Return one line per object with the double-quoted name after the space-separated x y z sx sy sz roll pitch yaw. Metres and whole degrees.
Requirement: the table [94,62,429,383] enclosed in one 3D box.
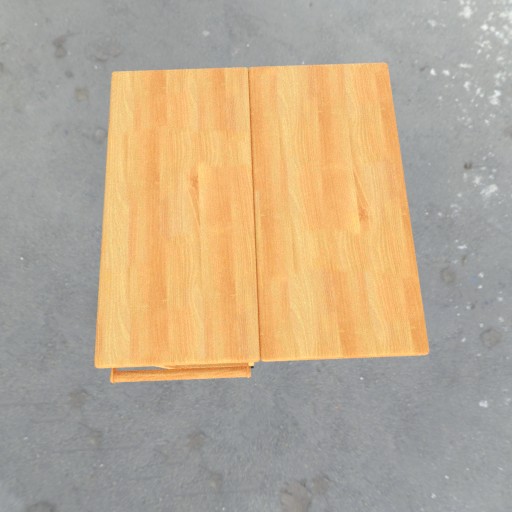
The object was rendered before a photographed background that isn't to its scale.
0.000 0.000 1.403 0.693 0.832 0.752 -2 74 -1 "table"
